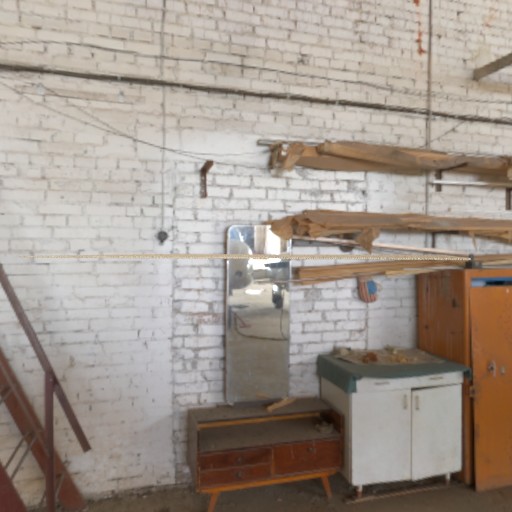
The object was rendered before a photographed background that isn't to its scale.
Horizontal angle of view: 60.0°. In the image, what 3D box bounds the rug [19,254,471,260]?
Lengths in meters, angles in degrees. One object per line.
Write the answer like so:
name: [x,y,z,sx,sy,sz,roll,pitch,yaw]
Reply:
rug: [0.000,0.000,2.156,1.752,0.006,1.142,0,1,19]
